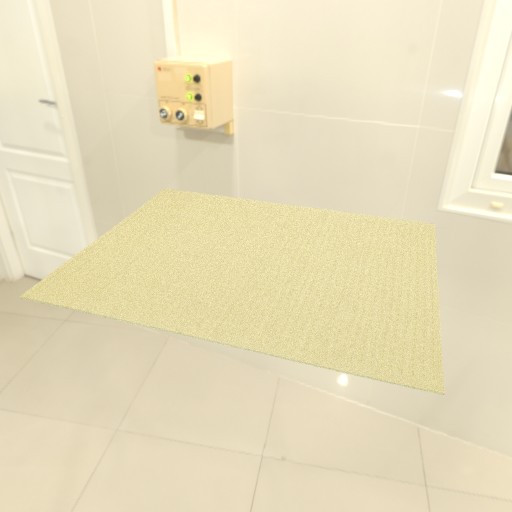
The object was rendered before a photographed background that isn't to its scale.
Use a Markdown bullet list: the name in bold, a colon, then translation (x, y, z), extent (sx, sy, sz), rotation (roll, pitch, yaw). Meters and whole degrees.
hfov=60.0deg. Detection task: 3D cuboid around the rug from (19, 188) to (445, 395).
- **rug**: translation (0.000, 0.000, 4.111), extent (3.204, 0.016, 2.452), rotation (9, 32, 16)
